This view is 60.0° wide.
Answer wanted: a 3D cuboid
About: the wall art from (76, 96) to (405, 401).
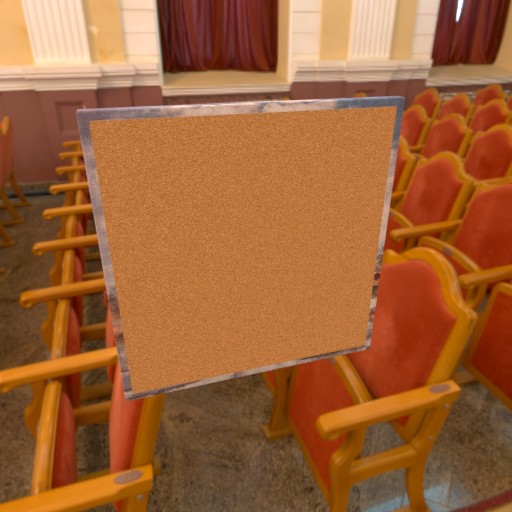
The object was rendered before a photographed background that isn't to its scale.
[{"bbox_3d":[0.000,0.000,1.548,1.010,1.020,0.040,-8,27,-16],"label":"wall art"}]
